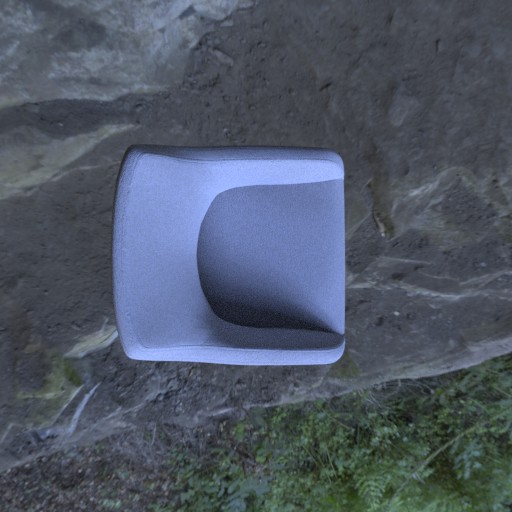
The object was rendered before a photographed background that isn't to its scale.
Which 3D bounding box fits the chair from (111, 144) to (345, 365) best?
[{"bbox_3d":[0.000,0.000,1.332,0.600,0.889,0.609,0,89,-1],"label":"chair"}]
